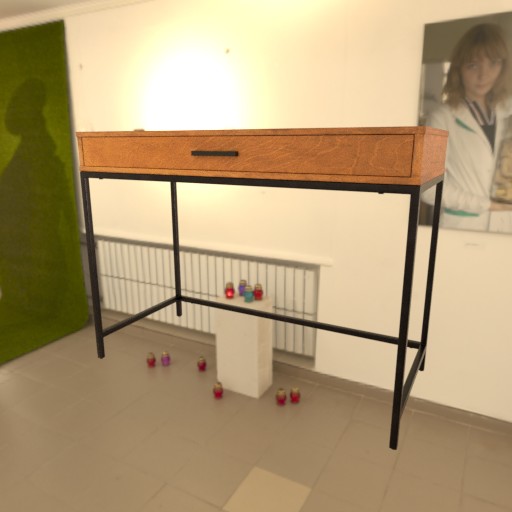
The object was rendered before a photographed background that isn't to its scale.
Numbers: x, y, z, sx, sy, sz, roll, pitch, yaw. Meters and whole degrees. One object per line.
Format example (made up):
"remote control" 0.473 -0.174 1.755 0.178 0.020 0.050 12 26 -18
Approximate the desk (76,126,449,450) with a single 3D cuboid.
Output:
"desk" 0.000 0.000 1.409 1.016 0.762 0.470 8 16 27
